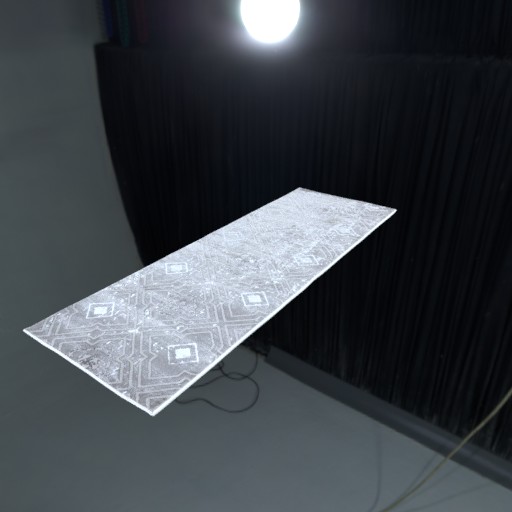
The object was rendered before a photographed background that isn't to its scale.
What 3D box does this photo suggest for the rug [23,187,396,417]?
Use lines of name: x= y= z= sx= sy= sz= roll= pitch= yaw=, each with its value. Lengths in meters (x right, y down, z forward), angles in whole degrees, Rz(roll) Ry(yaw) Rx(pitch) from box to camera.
rug: x=0.000 y=0.000 z=2.605 sx=0.832 sy=0.035 sz=2.381 roll=18 pitch=33 yaw=31
